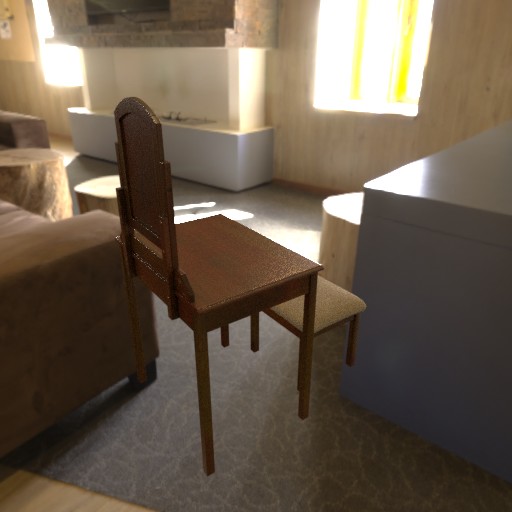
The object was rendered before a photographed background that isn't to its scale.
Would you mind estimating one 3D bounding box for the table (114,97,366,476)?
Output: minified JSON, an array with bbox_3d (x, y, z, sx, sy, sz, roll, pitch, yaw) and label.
[{"bbox_3d":[0.000,0.000,2.316,1.211,1.631,0.876,-17,30,-32],"label":"table"}]
